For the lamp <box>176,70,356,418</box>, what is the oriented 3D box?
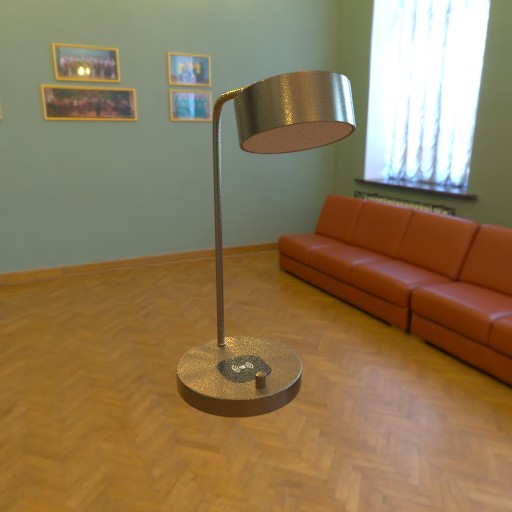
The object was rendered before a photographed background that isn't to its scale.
[{"bbox_3d":[0.000,0.000,0.520,0.171,0.380,0.270,-8,17,-26],"label":"lamp"}]
